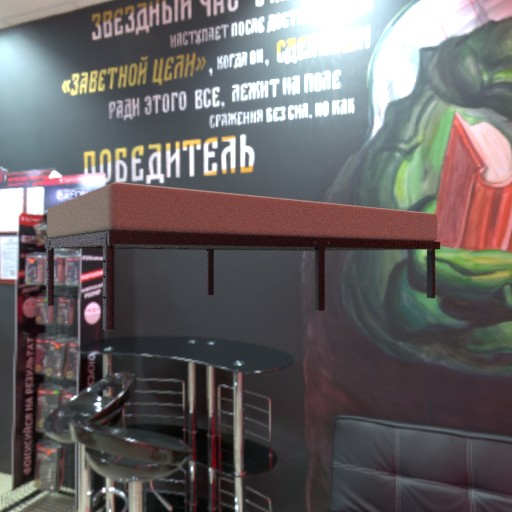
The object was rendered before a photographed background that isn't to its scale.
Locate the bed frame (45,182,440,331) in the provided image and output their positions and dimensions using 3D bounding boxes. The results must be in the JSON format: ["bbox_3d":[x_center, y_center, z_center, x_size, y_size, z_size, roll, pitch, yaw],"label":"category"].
[{"bbox_3d":[0.000,0.000,3.302,2.635,0.680,1.393,0,0,-36],"label":"bed frame"}]
